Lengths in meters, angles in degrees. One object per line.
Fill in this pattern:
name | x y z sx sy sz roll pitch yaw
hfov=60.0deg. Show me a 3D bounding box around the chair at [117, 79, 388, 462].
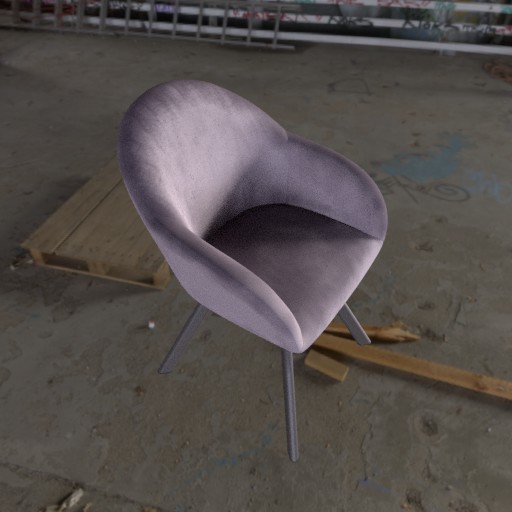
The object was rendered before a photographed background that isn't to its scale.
chair | 0.000 0.000 1.180 0.590 0.795 0.550 24 46 26
